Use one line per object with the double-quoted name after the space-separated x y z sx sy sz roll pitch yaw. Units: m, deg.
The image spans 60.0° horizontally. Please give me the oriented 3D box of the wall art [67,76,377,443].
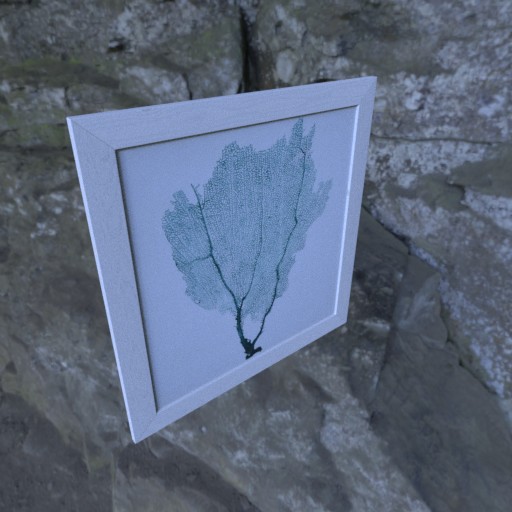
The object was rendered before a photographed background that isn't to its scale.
0.000 0.000 0.823 0.572 0.577 0.015 -21 36 -33 "wall art"
